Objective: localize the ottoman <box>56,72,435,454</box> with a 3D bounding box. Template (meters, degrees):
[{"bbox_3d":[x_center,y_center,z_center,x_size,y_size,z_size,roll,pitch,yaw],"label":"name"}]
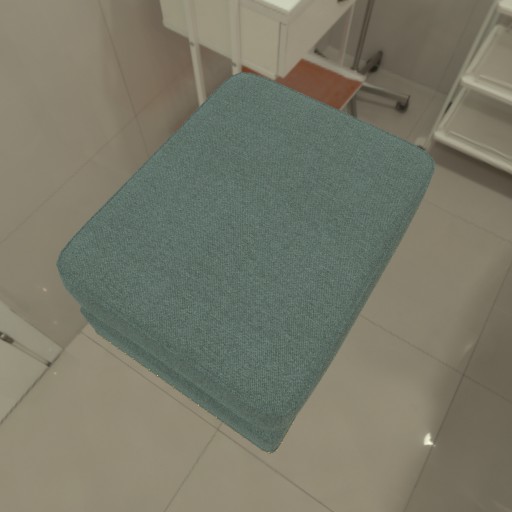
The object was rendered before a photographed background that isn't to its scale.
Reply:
[{"bbox_3d":[0.000,0.000,1.139,0.589,0.537,0.738,30,66,15],"label":"ottoman"}]
